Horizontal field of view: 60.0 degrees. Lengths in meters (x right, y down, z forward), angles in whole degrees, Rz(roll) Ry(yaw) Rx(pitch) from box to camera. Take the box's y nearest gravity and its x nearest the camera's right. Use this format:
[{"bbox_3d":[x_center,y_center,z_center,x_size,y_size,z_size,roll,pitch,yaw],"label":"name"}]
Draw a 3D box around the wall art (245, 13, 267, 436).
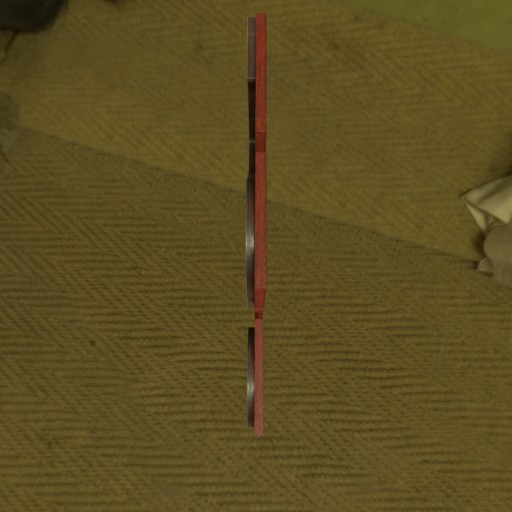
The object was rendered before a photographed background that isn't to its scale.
[{"bbox_3d":[0.000,0.000,0.835,0.030,0.497,0.635,0,76,0],"label":"wall art"}]
